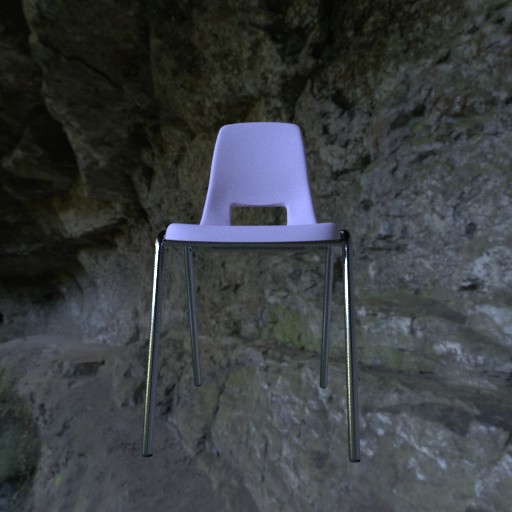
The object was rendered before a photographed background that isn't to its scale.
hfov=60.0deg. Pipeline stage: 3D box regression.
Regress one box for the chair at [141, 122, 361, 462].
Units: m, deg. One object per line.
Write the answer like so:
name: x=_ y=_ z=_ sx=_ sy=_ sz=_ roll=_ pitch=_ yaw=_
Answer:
chair: x=0.000 y=0.000 z=0.973 sx=0.381 sy=0.704 sz=0.436 roll=0 pitch=1 yaw=3
